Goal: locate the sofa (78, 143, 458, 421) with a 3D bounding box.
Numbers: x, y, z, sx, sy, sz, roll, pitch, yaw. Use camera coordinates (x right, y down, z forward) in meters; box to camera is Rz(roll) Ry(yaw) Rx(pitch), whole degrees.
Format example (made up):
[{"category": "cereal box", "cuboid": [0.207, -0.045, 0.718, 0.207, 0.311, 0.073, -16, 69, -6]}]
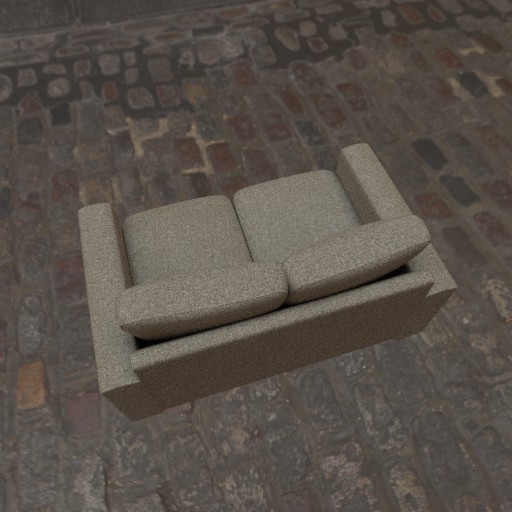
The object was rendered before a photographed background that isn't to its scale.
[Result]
[{"category": "sofa", "cuboid": [0.000, 0.000, 2.236, 1.616, 0.873, 1.016, -15, 59, -9]}]
